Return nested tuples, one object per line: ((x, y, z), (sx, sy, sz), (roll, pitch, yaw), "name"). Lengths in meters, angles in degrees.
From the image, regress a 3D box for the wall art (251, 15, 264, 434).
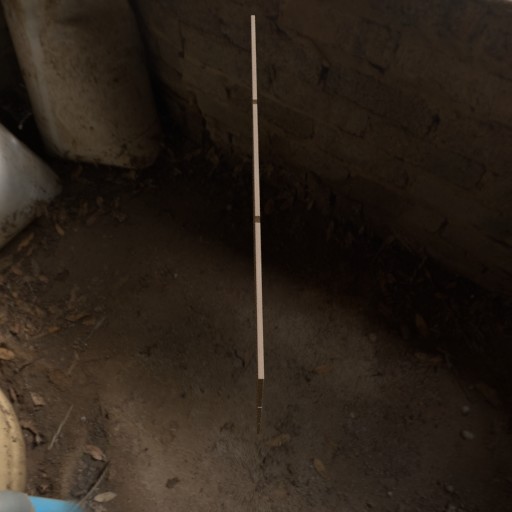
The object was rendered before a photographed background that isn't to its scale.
((0.000, 0.000, 1.775), (0.013, 1.218, 1.219), (-1, 63, 0), "wall art")
